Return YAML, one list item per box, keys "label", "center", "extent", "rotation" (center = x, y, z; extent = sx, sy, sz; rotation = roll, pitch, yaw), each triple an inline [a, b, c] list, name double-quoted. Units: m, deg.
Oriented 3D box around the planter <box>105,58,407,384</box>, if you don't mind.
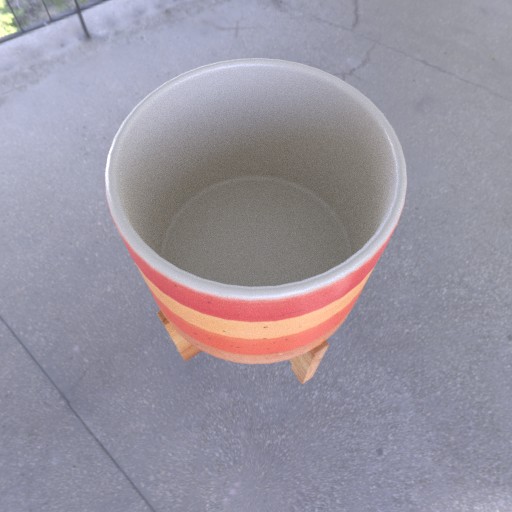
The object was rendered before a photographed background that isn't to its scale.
- label: "planter"
  center: [0.000, 0.000, 0.398]
  extent: [0.199, 0.268, 0.199]
  rotation: [0, 62, 0]
